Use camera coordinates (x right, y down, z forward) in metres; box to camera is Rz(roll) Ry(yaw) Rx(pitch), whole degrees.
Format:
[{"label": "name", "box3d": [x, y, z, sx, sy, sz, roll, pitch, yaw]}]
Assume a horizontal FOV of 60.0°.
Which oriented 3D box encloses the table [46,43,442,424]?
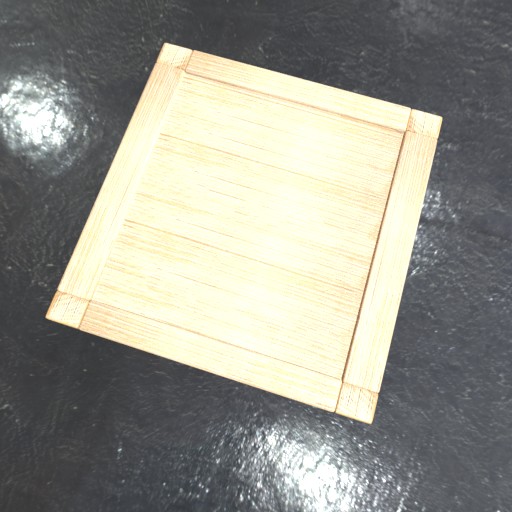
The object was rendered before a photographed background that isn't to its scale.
[{"label": "table", "box3d": [0.000, 0.000, 1.061, 0.558, 0.610, 0.559, 17, 76, 4]}]
